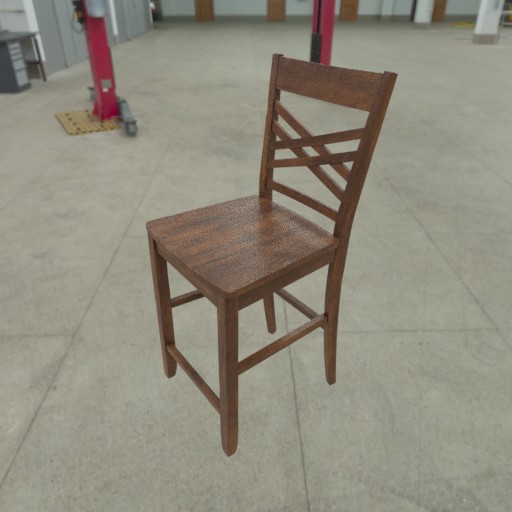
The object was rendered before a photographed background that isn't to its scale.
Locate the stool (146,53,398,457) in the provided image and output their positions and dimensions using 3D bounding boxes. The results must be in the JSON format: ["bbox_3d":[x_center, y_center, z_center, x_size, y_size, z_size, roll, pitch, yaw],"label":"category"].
[{"bbox_3d":[0.000,0.000,1.375,0.539,1.079,0.462,-21,37,-31],"label":"stool"}]
